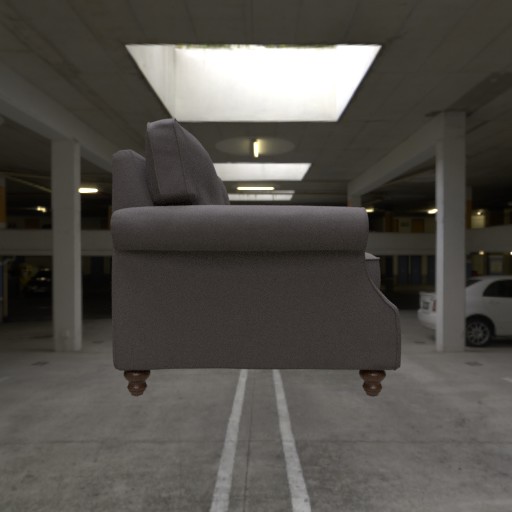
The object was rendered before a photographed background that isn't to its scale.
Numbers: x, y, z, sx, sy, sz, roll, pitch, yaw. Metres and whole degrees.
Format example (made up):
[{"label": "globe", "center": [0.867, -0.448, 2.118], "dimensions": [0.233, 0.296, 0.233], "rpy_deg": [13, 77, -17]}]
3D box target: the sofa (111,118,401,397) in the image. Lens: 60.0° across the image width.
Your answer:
[{"label": "sofa", "center": [0.000, 0.000, 2.185], "dimensions": [0.964, 0.937, 1.665], "rpy_deg": [0, 1, 0]}]
